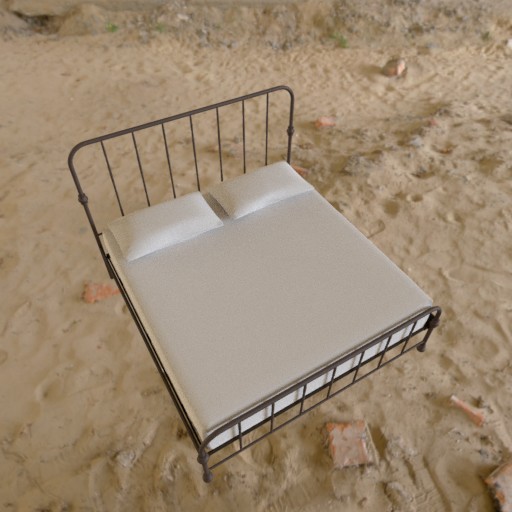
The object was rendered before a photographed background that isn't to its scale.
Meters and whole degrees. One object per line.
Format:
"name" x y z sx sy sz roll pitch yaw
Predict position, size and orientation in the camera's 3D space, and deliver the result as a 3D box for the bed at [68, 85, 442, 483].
"bed" 0.000 0.000 3.425 2.044 1.446 2.134 -23 51 -20
